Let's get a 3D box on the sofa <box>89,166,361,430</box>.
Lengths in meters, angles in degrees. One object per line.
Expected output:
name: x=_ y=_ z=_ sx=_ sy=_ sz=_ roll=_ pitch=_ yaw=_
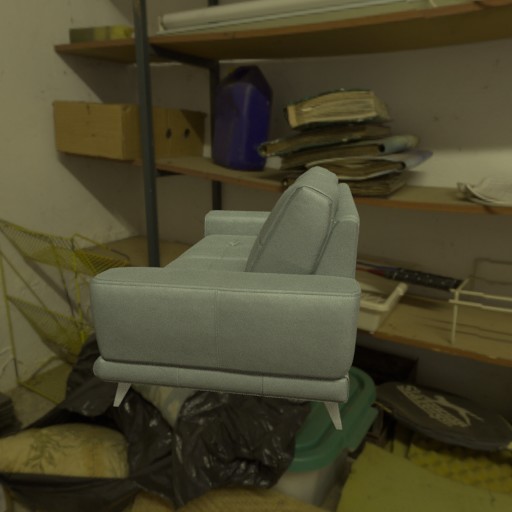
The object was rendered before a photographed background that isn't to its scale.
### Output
sofa: x=0.000 y=0.000 z=2.423 sx=1.018 sy=0.907 sz=1.806 roll=2 pitch=15 yaw=9
